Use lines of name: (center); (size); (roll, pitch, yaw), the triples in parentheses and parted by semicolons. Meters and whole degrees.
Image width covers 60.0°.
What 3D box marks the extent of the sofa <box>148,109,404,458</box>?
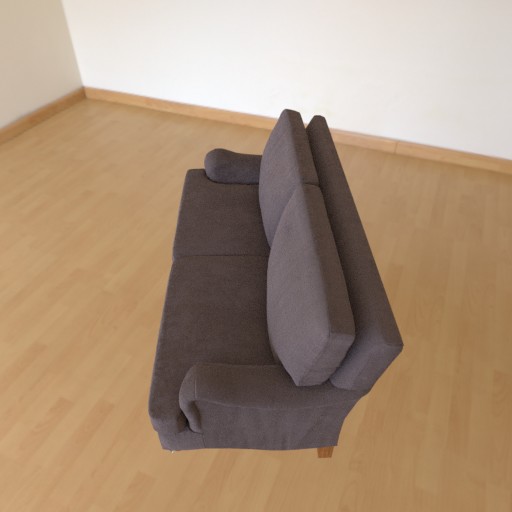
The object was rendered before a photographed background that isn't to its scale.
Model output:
sofa: (0.000, 0.000, 2.763); (1.086, 1.087, 2.165); (-1, 42, -1)
